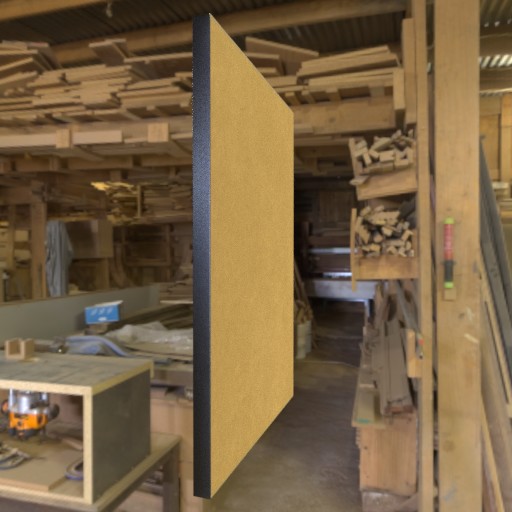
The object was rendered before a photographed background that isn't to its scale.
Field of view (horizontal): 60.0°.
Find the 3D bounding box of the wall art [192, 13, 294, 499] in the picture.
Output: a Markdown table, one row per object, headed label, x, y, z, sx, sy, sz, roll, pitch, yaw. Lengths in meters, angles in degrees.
| label | x | y | z | sx | sy | sz | roll | pitch | yaw |
| --- | --- | --- | --- | --- | --- | --- | --- | --- | --- |
| wall art | 0.000 | 0.000 | 0.566 | 0.019 | 0.455 | 0.314 | 0 | 1 | 19 |
